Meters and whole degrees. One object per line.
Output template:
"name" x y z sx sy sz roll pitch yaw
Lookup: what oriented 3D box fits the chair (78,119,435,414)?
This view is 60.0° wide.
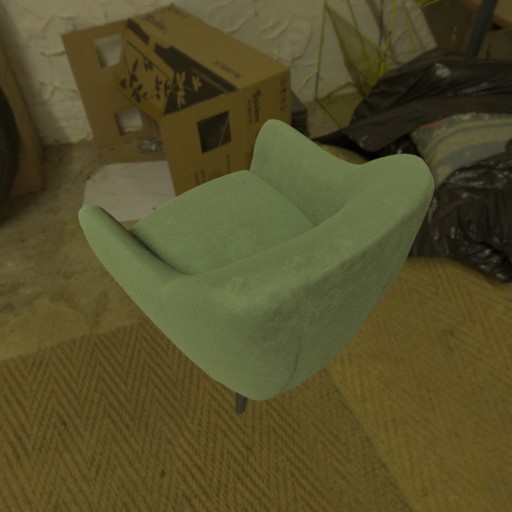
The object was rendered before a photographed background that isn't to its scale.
"chair" 0.000 0.000 1.480 0.840 0.804 0.819 -33 55 -27
